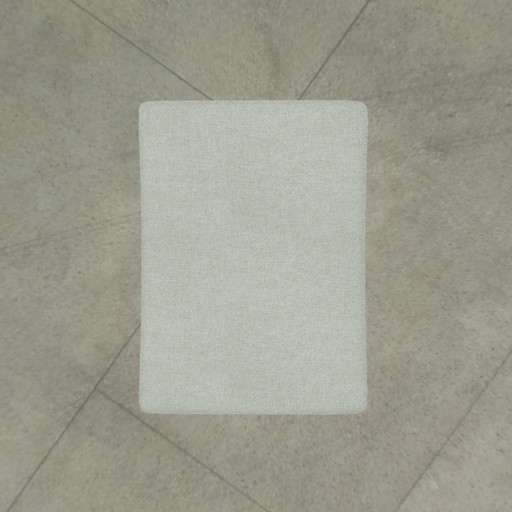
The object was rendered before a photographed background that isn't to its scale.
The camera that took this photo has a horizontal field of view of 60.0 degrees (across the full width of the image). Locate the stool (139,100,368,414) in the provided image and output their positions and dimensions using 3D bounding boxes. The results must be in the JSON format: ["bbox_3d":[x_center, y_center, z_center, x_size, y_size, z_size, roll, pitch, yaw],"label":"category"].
[{"bbox_3d":[0.000,0.000,1.019,0.358,0.759,0.498,0,90,1],"label":"stool"}]
